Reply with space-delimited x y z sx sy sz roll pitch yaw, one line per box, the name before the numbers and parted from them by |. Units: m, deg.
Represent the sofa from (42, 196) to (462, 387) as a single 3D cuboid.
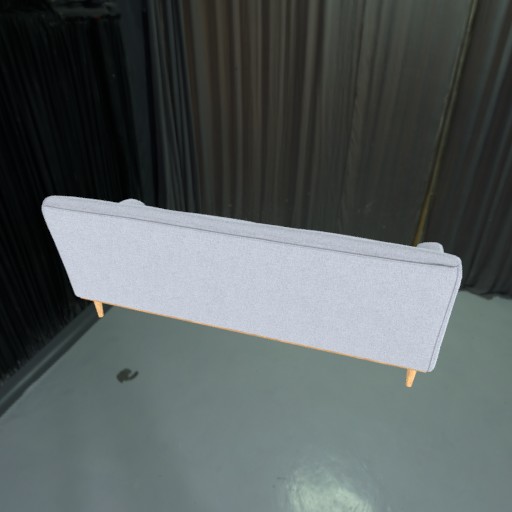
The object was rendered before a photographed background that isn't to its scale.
sofa | 0.000 0.000 2.568 2.057 0.871 0.978 9 33 15
